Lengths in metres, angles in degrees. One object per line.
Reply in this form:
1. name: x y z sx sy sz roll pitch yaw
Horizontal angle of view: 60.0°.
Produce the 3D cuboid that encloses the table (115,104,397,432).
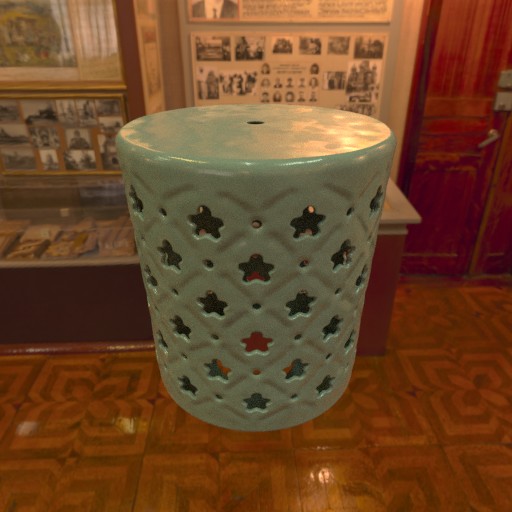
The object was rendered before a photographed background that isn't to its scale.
1. table: 0.000 0.000 0.658 0.352 0.387 0.352 0 28 0
